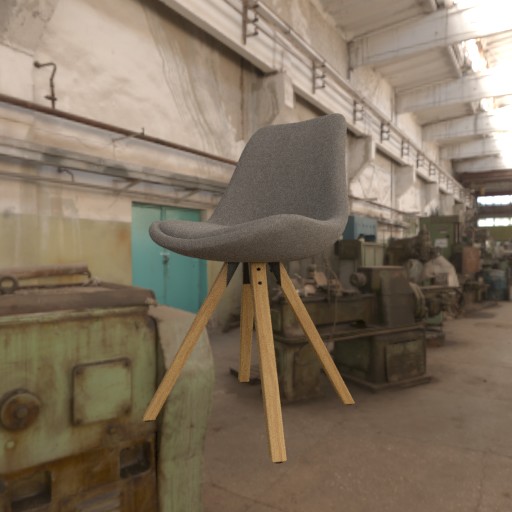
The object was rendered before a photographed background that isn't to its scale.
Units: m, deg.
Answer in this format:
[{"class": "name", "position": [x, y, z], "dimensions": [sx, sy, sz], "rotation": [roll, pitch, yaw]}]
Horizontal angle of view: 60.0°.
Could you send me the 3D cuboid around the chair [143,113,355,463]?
[{"class": "chair", "position": [0.000, 0.000, 1.225], "dimensions": [0.483, 0.865, 0.550], "rotation": [1, 1, 34]}]
